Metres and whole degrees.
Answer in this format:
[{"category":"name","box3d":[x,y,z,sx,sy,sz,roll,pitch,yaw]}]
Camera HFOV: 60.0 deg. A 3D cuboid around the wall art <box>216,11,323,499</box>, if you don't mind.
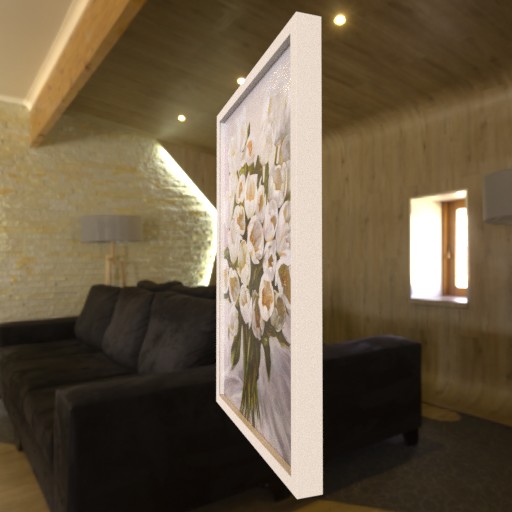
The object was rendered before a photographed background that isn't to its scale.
[{"category":"wall art","box3d":[0.000,0.000,0.816,0.038,0.657,0.450,0,-1,-19]}]
